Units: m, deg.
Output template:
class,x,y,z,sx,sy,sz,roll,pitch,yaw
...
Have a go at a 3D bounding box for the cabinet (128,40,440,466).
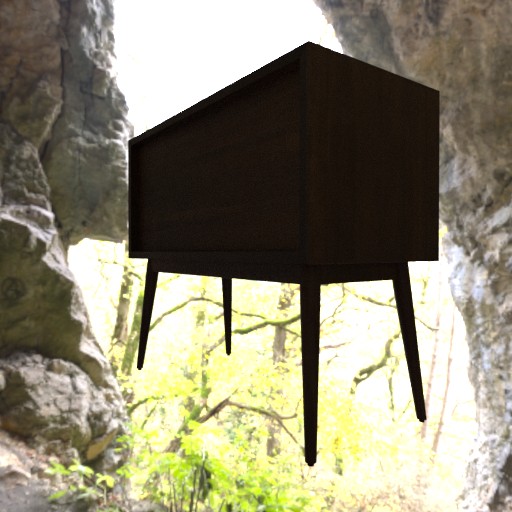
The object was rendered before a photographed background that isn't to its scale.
class,x,y,z,sx,sy,sz,roll,pitch,yaw
cabinet,0.000,0.000,1.071,0.354,0.654,0.743,0,1,-37
